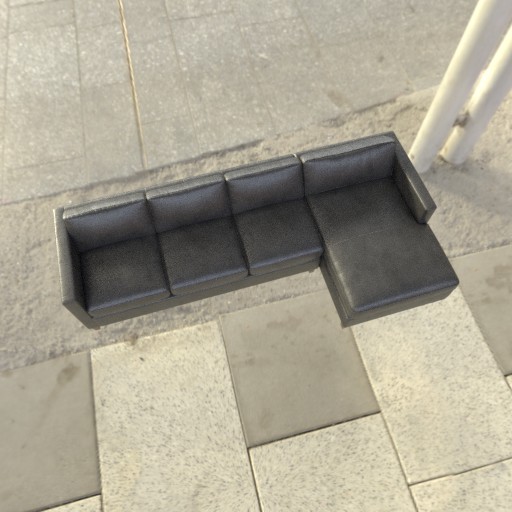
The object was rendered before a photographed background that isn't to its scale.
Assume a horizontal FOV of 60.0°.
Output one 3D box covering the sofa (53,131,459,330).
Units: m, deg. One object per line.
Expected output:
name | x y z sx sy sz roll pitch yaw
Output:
sofa | 0.000 0.000 3.942 3.203 0.883 1.581 -15 63 -7
